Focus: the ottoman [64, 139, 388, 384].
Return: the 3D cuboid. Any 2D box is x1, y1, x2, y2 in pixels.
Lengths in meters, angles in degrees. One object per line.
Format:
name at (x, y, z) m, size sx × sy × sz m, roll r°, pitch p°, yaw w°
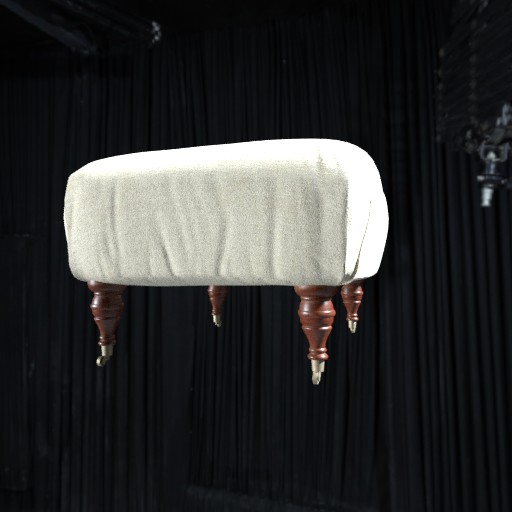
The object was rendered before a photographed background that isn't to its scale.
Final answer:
ottoman at (0.000, 0.000, 1.113) m, size 0.622 × 0.450 × 0.747 m, roll 0°, pitch -1°, yaw 18°
